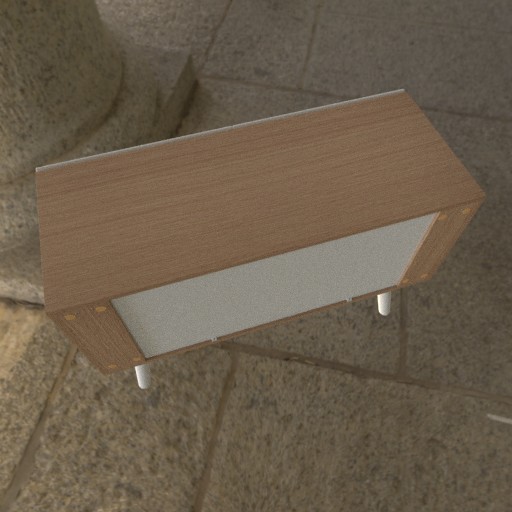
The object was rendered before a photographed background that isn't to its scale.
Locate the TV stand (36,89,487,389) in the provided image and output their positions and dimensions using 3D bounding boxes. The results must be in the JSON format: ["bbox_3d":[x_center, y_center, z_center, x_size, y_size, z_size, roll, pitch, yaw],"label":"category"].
[{"bbox_3d":[0.000,0.000,1.326,0.991,0.660,0.407,-15,59,-9],"label":"TV stand"}]
